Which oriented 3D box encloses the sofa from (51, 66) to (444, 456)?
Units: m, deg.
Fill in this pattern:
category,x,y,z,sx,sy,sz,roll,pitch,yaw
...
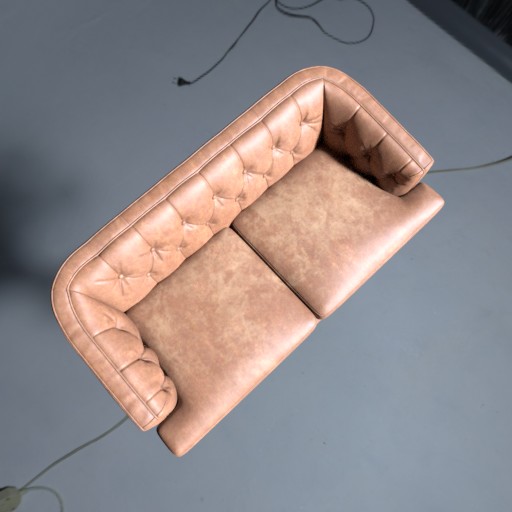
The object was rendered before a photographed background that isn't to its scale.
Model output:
category,x,y,z,sx,sy,sz,roll,pitch,yaw
sofa,0.000,0.000,2.198,1.755,0.786,0.914,-42,80,-9
